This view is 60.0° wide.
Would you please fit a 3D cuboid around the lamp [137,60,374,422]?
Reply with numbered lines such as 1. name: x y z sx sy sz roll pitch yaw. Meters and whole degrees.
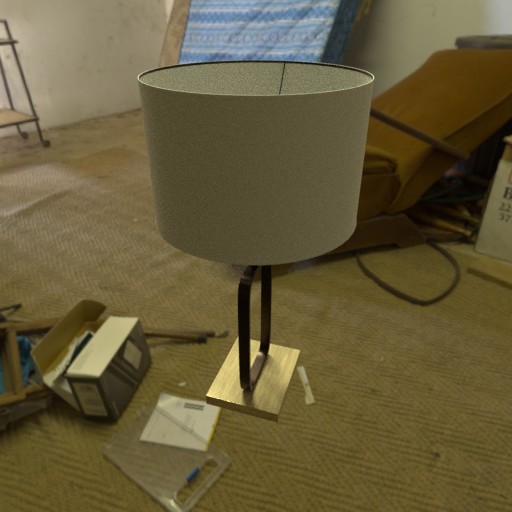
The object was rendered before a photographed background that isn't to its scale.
1. lamp: 0.000 0.000 0.662 0.279 0.508 0.279 9 31 16
